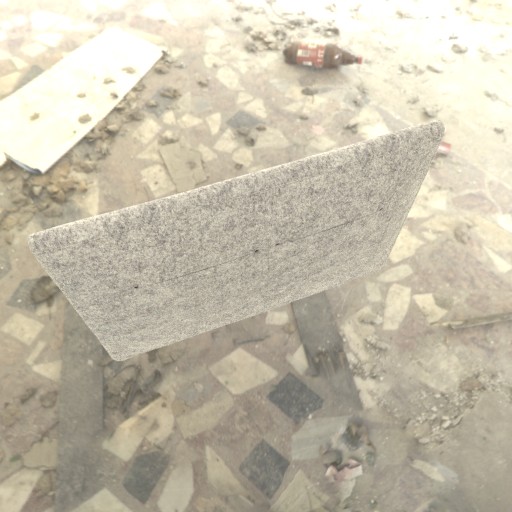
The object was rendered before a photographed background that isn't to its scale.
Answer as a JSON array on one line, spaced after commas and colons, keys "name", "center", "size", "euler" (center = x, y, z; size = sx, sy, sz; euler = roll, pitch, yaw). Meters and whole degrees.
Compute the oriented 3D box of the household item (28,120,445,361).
[{"name": "household item", "center": [0.000, 0.000, 0.428], "size": [0.335, 0.221, 0.057], "euler": [-18, 59, -11]}]
